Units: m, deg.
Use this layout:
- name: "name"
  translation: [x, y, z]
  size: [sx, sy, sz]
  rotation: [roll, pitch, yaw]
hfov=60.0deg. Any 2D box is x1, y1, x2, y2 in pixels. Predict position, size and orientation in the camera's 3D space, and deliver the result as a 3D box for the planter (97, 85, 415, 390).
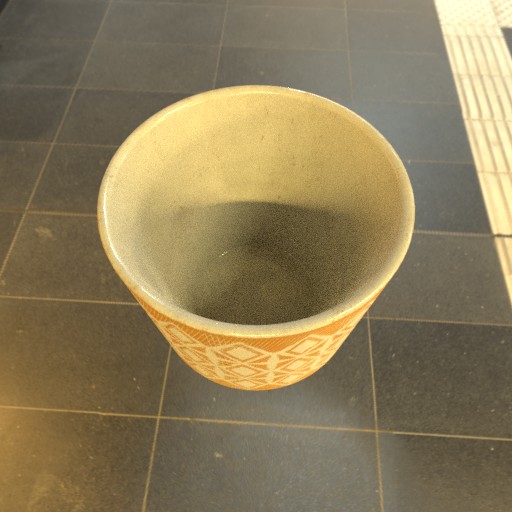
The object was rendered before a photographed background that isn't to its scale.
- name: "planter"
  translation: [0.000, 0.000, 0.343]
  size: [0.193, 0.165, 0.193]
  rotation: [0, 59, 0]
